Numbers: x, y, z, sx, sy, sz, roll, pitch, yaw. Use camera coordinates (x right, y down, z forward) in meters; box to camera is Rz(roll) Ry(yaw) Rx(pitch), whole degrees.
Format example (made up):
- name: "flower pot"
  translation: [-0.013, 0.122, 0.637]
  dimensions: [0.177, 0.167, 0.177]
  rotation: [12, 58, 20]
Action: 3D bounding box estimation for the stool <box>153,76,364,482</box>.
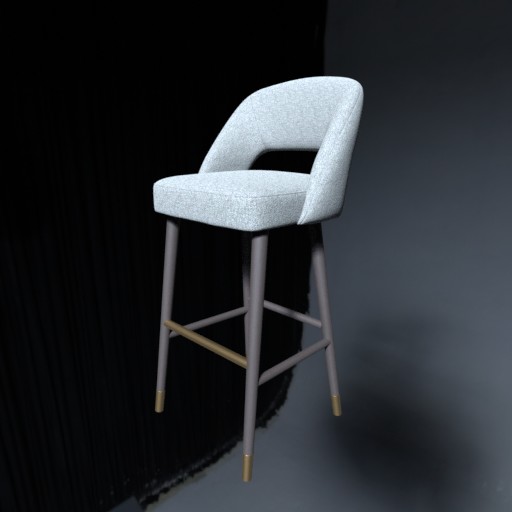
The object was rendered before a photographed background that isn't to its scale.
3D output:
- name: "stool"
  translation: [0.000, 0.000, 1.395]
  dimensions: [0.524, 1.089, 0.536]
  rotation: [-14, 20, -42]
